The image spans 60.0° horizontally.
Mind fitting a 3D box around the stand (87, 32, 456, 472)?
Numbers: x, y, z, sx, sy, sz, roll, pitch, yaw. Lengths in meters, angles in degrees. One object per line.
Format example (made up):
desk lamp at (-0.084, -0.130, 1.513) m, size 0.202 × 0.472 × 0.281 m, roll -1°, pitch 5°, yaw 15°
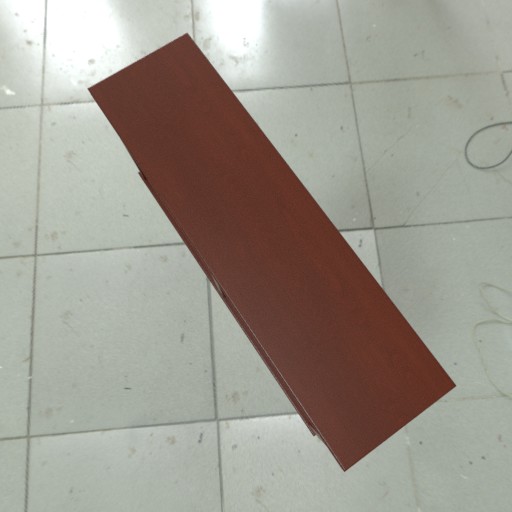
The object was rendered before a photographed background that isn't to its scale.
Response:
stand at (0.000, 0.000, 1.679) m, size 0.381 × 0.762 × 1.372 m, roll -33°, pitch 78°, yaw -8°
